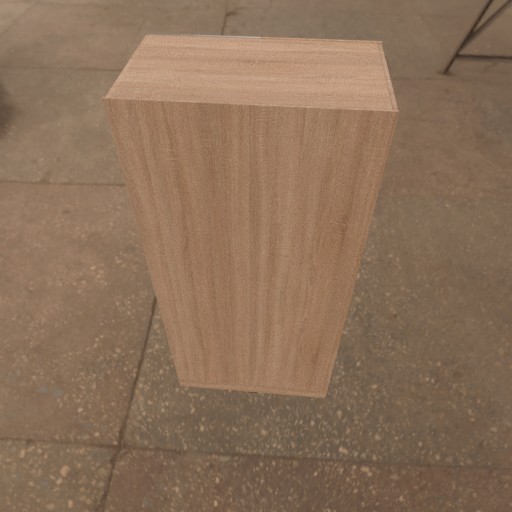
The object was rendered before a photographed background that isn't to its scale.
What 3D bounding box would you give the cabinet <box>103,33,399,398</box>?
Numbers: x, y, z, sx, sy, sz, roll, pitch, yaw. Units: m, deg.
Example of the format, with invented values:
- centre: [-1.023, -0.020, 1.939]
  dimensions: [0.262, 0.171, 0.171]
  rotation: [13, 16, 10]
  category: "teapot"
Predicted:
- centre: [0.000, 0.000, 2.458]
  dimensions: [1.001, 2.121, 0.590]
  rotation: [4, 47, 3]
  category: "cabinet"
